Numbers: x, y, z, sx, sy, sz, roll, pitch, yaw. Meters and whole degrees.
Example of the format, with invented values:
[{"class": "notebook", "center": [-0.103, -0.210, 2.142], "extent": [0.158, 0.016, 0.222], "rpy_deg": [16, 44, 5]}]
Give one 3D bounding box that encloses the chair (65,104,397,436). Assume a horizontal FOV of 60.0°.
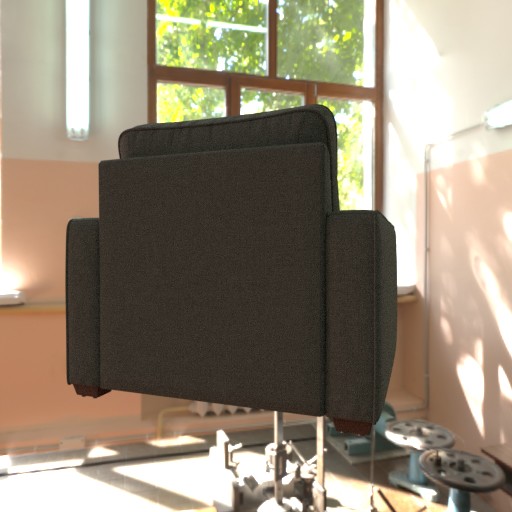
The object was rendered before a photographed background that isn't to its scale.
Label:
[{"class": "chair", "center": [0.000, 0.000, 1.704], "extent": [1.017, 0.919, 0.940], "rpy_deg": [0, 1, 20]}]
